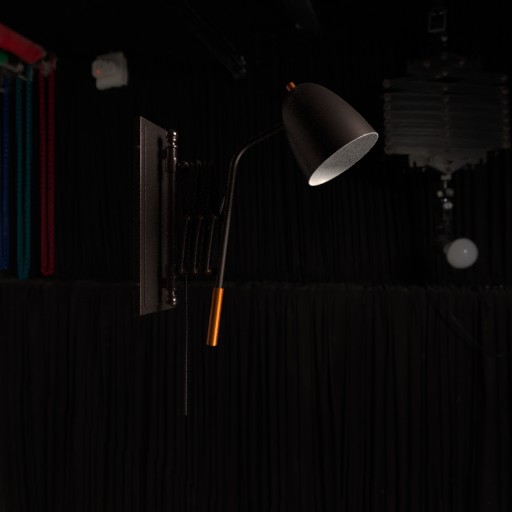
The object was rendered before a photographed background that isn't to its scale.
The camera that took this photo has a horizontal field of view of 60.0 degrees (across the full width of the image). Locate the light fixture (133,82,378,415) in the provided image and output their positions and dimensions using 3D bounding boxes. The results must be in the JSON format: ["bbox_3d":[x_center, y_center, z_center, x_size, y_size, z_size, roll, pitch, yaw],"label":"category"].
[{"bbox_3d":[0.000,0.000,0.938,0.499,0.715,0.162,0,0,18],"label":"light fixture"}]
